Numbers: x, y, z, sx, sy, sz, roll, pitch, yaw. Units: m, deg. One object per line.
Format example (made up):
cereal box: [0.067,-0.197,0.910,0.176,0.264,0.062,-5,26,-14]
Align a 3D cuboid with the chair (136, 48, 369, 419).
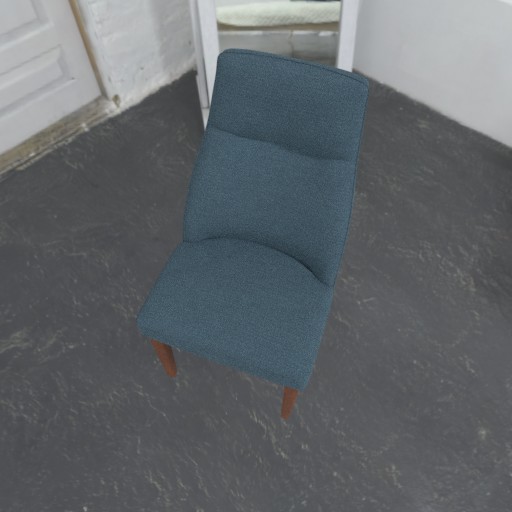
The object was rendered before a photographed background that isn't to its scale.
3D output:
chair: [0.000,0.000,1.305,0.500,0.930,0.620,17,60,10]
